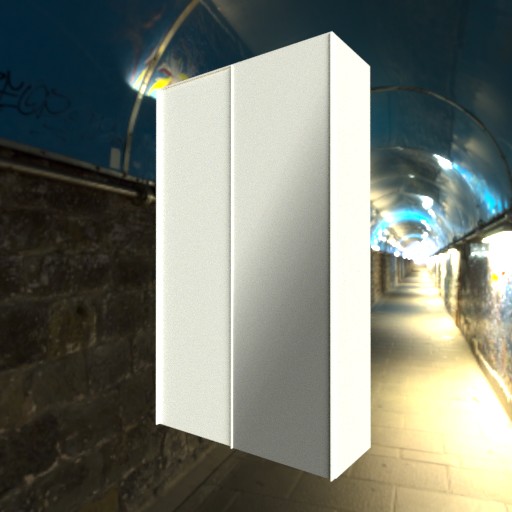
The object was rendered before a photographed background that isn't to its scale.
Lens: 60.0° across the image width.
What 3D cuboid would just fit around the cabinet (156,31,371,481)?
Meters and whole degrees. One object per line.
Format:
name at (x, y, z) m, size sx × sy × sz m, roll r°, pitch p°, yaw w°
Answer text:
cabinet at (0.000, 0.000, 2.679) m, size 1.250 × 2.160 × 0.480 m, roll 0°, pitch 0°, yaw 36°
